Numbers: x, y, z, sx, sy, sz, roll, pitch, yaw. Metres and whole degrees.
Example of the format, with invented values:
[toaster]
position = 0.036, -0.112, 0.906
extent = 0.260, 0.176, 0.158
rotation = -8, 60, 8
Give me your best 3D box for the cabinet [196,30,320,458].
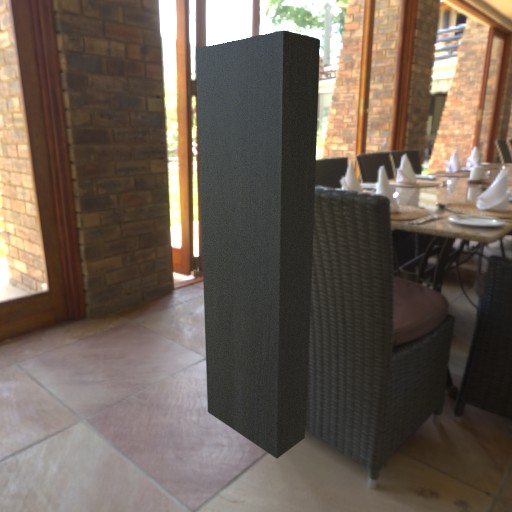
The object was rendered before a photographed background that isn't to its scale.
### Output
[cabinet]
position = 0.000, 0.000, 2.043
extent = 0.500, 1.790, 0.230
rotation = 15, 22, 43
